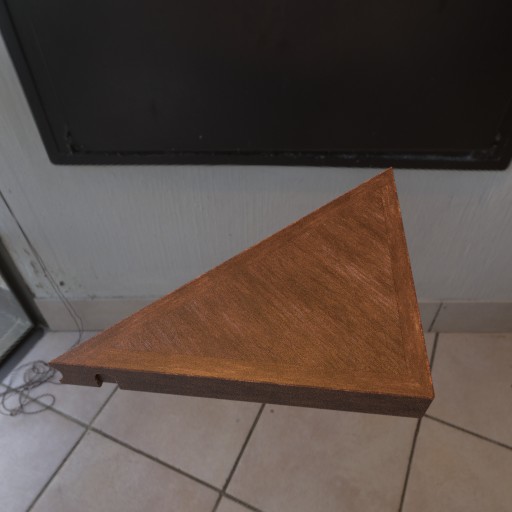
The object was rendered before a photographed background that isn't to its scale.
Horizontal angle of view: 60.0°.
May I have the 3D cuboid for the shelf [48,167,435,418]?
[{"bbox_3d":[0.000,0.000,0.449,0.296,0.035,0.296,4,46,4],"label":"shelf"}]
